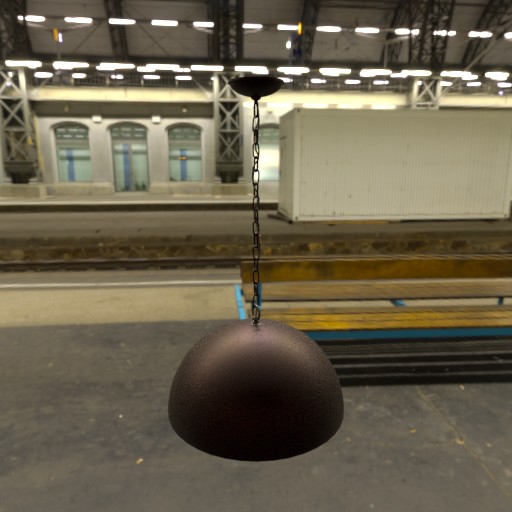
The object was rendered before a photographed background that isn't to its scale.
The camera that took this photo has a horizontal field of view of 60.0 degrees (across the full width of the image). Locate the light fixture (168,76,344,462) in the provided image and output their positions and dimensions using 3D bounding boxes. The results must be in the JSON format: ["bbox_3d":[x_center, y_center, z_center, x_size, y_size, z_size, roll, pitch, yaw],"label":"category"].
[{"bbox_3d":[0.000,0.000,1.171,0.492,0.869,0.492,-6,13,-27],"label":"light fixture"}]
